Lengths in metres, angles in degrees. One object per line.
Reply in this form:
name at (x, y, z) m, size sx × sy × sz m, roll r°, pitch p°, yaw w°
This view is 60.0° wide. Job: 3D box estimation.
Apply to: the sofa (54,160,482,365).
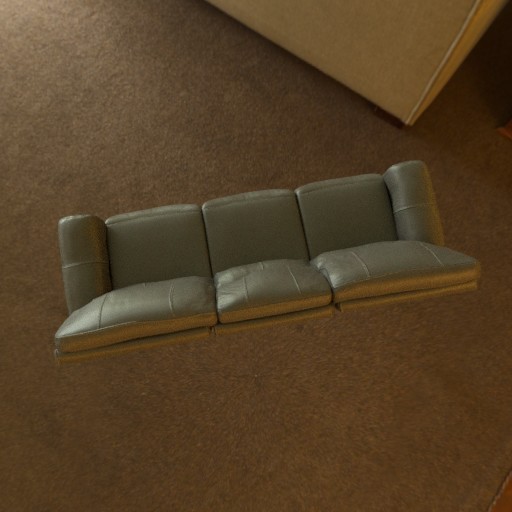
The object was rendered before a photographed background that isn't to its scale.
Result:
sofa at (0.000, 0.000, 3.112) m, size 2.627 × 1.134 × 1.104 m, roll -10°, pitch 75°, yaw -3°
